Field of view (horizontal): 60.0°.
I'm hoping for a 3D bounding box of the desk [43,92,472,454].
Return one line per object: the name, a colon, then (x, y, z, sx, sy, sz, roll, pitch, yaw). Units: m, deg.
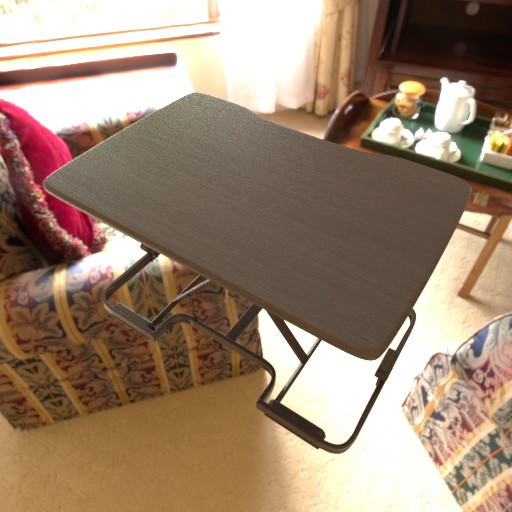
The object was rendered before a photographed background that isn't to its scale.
desk: (0.000, 0.000, 1.141, 0.820, 0.470, 0.546, 26, 51, 23)
